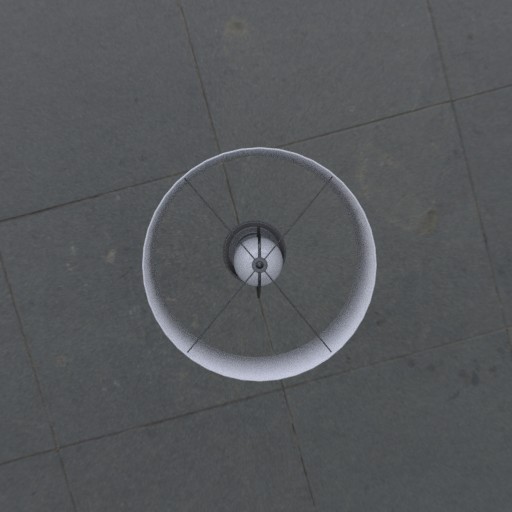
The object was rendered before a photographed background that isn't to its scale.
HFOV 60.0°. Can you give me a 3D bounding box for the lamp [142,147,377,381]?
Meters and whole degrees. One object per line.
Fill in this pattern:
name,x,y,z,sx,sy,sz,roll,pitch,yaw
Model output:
lamp,0.000,0.000,0.773,0.331,0.594,0.331,0,92,-1
